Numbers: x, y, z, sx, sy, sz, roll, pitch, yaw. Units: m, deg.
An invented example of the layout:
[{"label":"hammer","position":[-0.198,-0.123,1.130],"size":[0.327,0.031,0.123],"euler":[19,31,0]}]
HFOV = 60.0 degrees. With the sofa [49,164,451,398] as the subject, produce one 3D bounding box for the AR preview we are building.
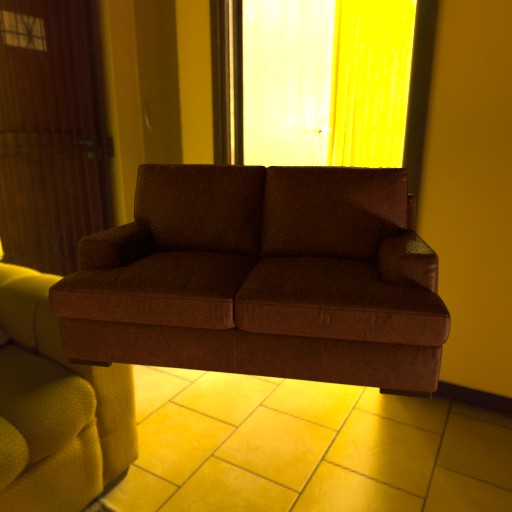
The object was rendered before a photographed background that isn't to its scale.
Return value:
[{"label":"sofa","position":[0.000,0.000,2.456],"size":[1.880,0.939,1.143],"euler":[3,16,10]}]
